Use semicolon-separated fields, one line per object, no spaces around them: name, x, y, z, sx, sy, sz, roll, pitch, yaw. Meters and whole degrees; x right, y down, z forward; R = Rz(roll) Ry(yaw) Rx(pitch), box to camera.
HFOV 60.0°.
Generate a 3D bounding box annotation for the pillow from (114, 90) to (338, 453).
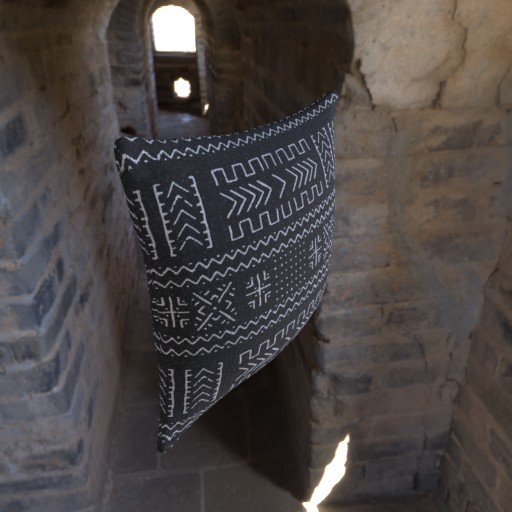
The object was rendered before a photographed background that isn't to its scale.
pillow;0.000;0.000;0.658;0.164;0.430;0.438;19;34;32
